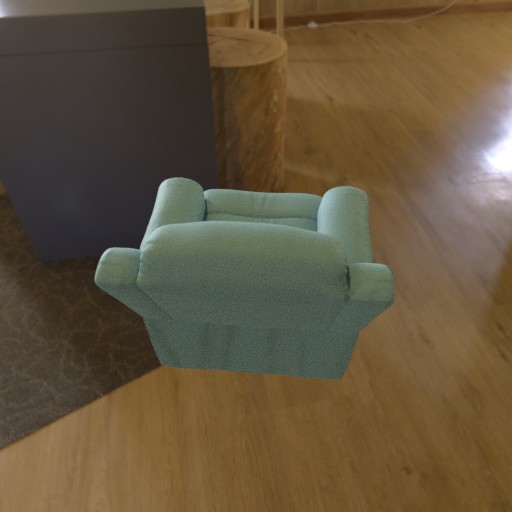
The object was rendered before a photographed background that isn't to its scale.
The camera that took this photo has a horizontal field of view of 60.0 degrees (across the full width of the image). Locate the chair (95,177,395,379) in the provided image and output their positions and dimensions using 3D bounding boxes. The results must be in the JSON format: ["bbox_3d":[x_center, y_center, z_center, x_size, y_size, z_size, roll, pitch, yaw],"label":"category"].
[{"bbox_3d":[0.000,0.000,1.285,0.680,0.702,0.709,4,47,3],"label":"chair"}]
